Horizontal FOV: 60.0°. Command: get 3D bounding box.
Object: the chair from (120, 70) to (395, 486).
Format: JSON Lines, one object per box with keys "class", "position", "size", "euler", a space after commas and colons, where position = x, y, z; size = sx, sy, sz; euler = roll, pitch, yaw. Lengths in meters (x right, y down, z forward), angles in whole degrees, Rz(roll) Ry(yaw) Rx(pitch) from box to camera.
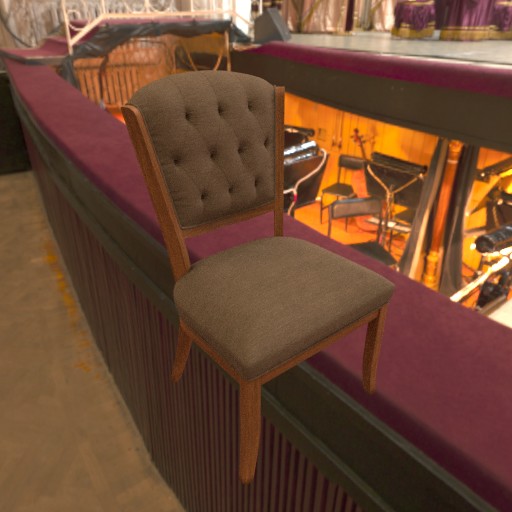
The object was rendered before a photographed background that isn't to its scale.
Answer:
{"class": "chair", "position": [0.000, 0.000, 1.227], "size": [0.513, 0.905, 0.584], "euler": [-21, 35, -33]}
